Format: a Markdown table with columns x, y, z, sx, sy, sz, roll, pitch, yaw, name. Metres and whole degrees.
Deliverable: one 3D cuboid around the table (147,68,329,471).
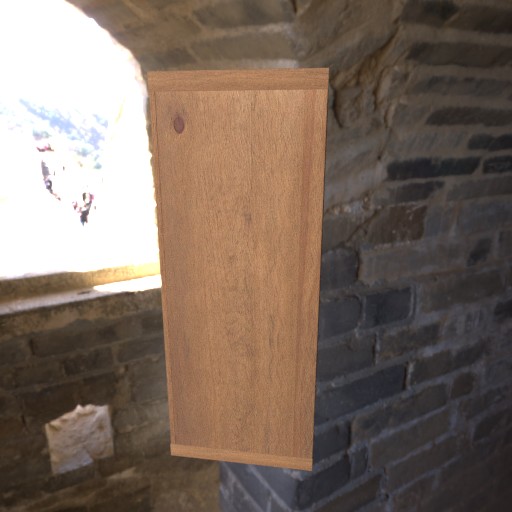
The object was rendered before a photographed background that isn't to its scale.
| x | y | z | sx | sy | sz | roll | pitch | yaw | name |
| --- | --- | --- | --- | --- | --- | --- | --- | --- | --- |
| 0.000 | 0.000 | 1.793 | 0.524 | 1.294 | 0.901 | 2 | 16 | 8 | table |
